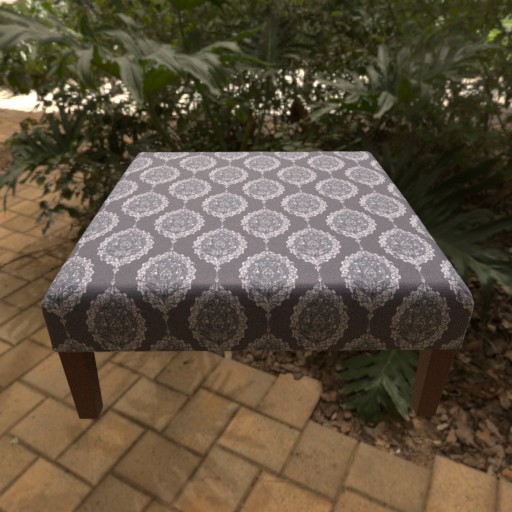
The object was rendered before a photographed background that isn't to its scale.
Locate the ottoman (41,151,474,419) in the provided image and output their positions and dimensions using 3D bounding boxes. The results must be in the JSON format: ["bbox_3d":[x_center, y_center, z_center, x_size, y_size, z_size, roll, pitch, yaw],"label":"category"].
[{"bbox_3d":[0.000,0.000,1.348,0.889,0.409,0.890,0,31,0],"label":"ottoman"}]
